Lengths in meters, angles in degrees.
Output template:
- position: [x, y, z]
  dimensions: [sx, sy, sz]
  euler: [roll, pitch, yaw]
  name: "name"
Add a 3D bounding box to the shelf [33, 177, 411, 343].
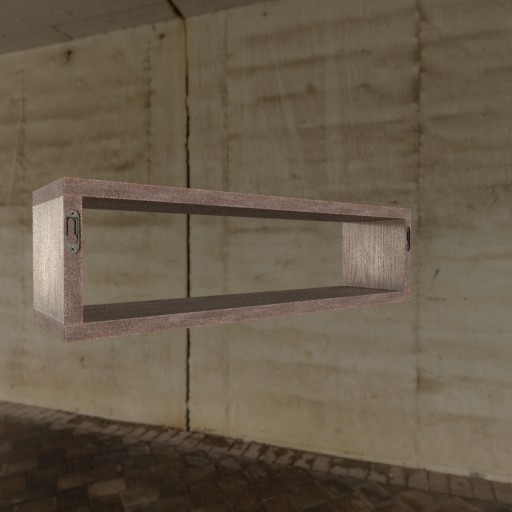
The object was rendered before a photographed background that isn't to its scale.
- position: [0.000, 0.000, 0.698]
  dimensions: [0.610, 0.170, 0.150]
  euler: [-1, 1, -37]
  name: "shelf"
